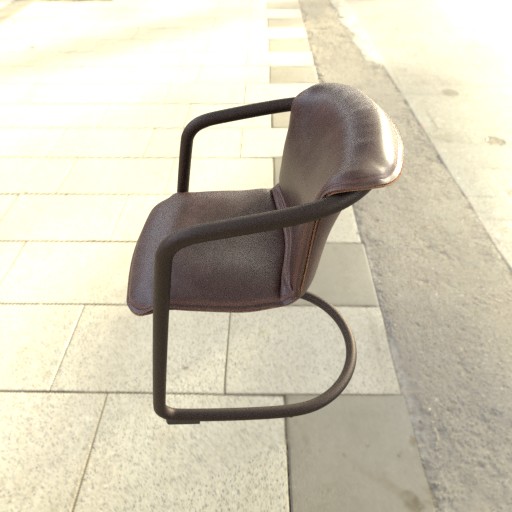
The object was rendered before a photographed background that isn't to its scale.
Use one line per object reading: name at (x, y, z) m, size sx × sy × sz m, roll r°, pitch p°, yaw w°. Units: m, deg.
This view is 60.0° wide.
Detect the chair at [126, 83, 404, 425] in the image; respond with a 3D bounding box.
chair at (0.000, 0.000, 1.215) m, size 0.664 × 0.836 × 0.536 m, roll -1°, pitch 42°, yaw -1°
